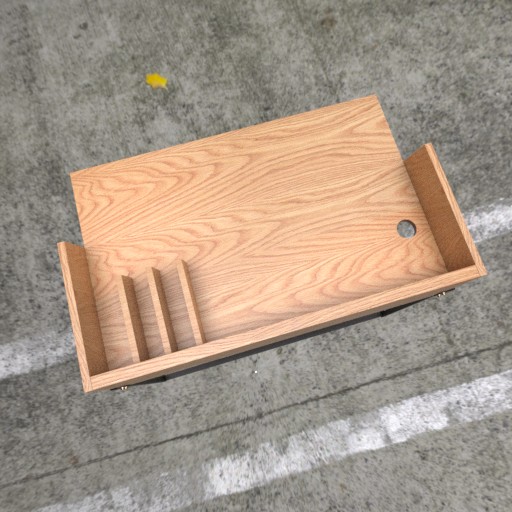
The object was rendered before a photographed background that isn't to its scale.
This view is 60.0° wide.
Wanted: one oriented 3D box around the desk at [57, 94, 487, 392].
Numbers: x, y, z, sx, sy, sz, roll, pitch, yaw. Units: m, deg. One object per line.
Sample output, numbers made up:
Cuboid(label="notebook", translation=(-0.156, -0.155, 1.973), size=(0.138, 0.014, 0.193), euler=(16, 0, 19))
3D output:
Cuboid(label="desk", translation=(0.000, 0.000, 1.854), size=(1.191, 1.061, 0.769), euler=(-16, 76, -4))
